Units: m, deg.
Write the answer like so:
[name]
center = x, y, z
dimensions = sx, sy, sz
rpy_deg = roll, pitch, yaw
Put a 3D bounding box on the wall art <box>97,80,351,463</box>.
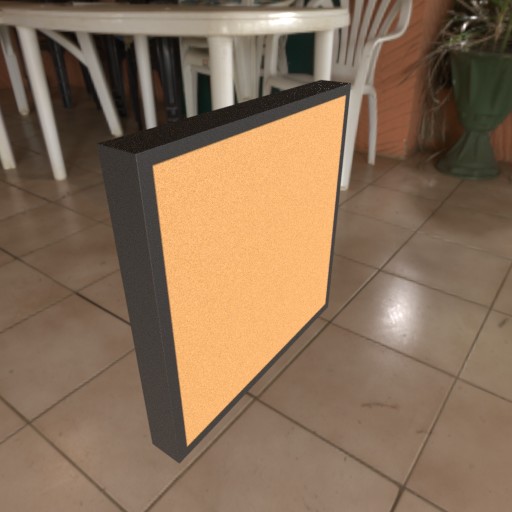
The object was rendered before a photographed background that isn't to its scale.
[wall art]
center = 0.000, 0.000, 0.462
dimensions = 0.038, 0.304, 0.304
rpy_deg = 20, 36, 30
